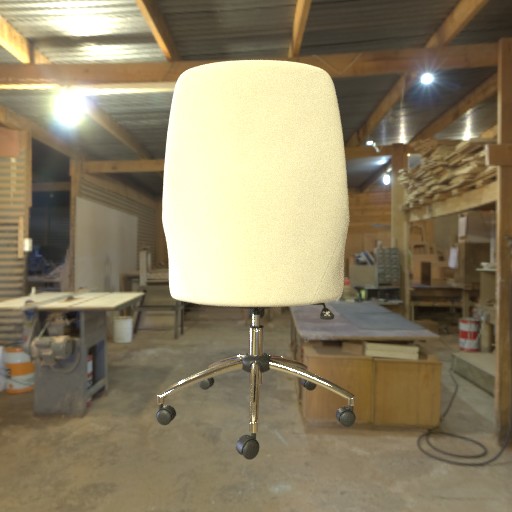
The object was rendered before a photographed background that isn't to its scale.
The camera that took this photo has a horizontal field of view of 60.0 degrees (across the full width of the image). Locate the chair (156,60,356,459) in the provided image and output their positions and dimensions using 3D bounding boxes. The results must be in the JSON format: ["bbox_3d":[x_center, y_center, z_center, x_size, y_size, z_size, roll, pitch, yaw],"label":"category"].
[{"bbox_3d":[0.000,0.000,1.449,0.620,1.049,0.640,0,0,1],"label":"chair"}]
